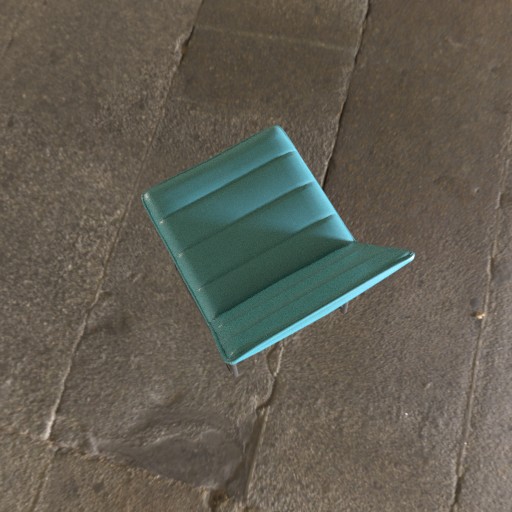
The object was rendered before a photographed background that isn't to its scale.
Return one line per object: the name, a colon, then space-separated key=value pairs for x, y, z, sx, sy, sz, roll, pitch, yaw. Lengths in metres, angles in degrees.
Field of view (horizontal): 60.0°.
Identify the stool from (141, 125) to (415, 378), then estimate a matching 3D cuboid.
stool: x=0.000 y=0.000 z=1.258 sx=0.489 sy=0.936 sz=0.524 roll=-29 pitch=78 yaw=-7
